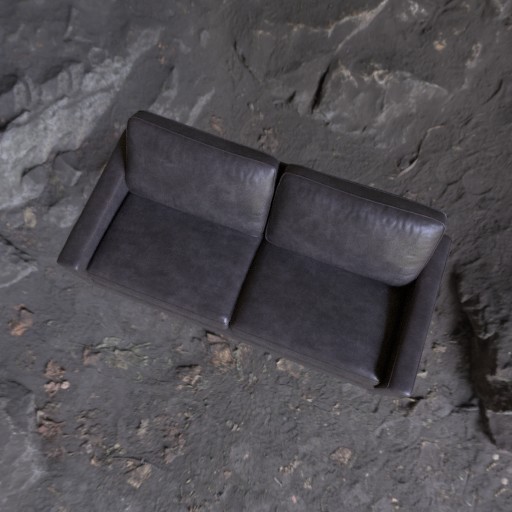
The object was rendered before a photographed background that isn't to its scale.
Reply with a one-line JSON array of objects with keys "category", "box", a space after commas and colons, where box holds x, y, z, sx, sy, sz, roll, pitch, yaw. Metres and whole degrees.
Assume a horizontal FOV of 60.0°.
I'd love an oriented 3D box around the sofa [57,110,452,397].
[{"category": "sofa", "box": [0.000, 0.000, 2.605, 2.081, 0.916, 0.939, 20, 75, 6]}]
